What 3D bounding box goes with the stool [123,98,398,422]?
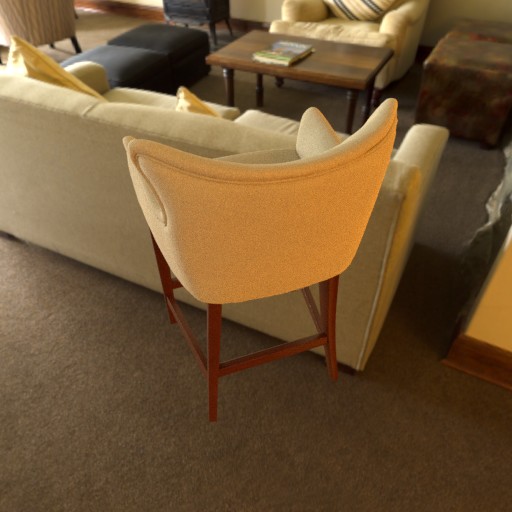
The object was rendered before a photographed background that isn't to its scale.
[{"bbox_3d":[0.000,0.000,1.306,0.601,0.951,0.570,-14,43,-15],"label":"stool"}]
